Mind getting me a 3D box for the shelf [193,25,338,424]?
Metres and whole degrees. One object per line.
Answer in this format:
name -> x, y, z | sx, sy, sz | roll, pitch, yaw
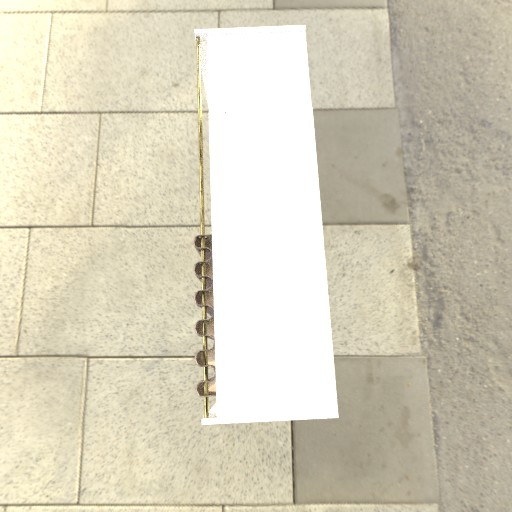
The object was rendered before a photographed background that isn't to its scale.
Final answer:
shelf -> 0.000, 0.000, 2.609 | 0.500, 1.820, 1.600 | -3, 77, -1
